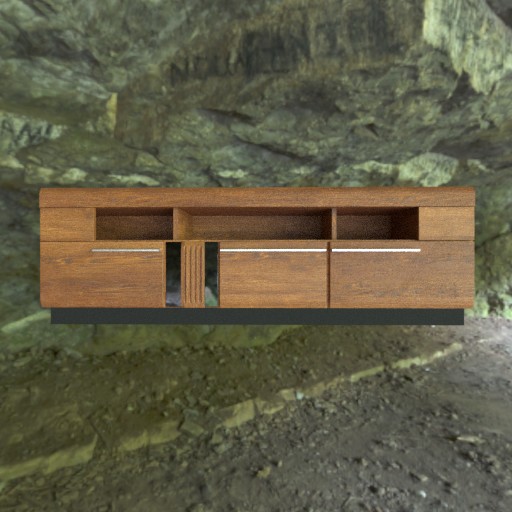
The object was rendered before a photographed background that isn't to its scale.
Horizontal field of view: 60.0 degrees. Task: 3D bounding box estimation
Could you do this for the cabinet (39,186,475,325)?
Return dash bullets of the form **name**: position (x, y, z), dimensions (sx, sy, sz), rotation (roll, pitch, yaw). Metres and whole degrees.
- **cabinet**: position (0.000, 0.000, 1.806), dimensions (1.600, 0.510, 0.419), rotation (0, 0, 1)
